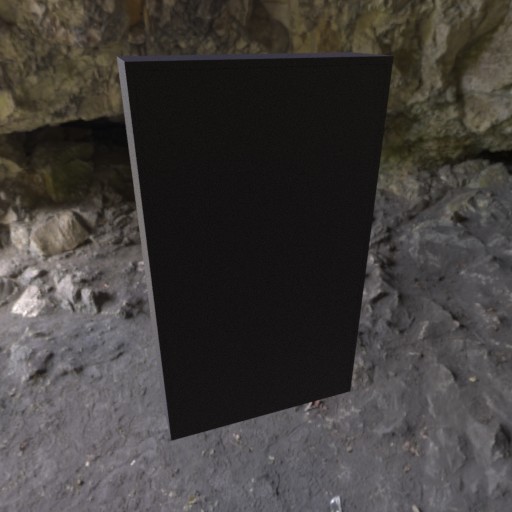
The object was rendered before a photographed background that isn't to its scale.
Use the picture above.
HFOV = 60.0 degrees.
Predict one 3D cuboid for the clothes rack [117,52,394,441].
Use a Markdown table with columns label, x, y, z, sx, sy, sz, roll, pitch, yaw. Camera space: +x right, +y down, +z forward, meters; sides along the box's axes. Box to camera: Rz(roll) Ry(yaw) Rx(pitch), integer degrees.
| label | x | y | z | sx | sy | sz | roll | pitch | yaw |
| --- | --- | --- | --- | --- | --- | --- | --- | --- | --- |
| clothes rack | 0.000 | 0.000 | 1.555 | 0.750 | 1.280 | 0.250 | -9 | 28 | -17 |
